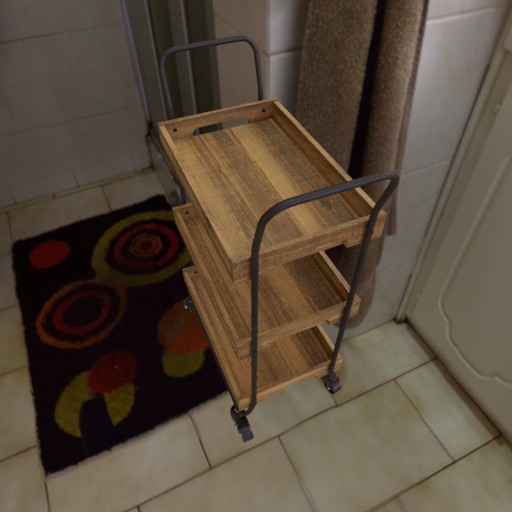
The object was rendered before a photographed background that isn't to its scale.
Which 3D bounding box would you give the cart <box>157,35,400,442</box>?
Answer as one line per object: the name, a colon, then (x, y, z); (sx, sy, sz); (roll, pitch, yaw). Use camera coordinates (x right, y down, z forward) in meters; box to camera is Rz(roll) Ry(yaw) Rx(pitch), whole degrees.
cart: (0.000, 0.000, 1.133); (0.339, 0.857, 0.583); (-18, 50, -16)
